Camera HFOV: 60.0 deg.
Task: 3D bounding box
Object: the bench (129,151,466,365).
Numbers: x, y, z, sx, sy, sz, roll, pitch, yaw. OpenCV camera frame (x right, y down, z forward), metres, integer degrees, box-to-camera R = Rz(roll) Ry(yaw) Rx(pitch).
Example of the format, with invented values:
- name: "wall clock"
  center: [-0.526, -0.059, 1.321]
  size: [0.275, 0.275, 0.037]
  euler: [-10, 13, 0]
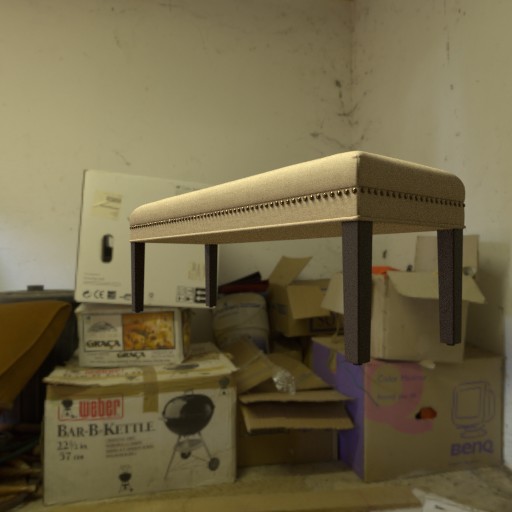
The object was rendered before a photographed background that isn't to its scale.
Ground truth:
- name: "bench"
  center: [0.000, 0.000, 1.473]
  size: [0.410, 0.457, 1.219]
  euler: [1, -1, -37]
